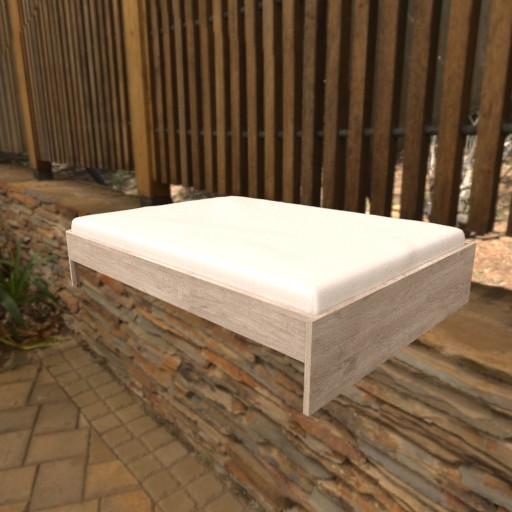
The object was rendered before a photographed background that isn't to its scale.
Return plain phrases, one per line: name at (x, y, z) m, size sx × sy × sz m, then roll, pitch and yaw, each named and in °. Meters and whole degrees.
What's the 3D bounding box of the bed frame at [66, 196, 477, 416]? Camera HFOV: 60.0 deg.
bed frame at (0.000, 0.000, 2.620) m, size 1.950 × 0.462 × 1.490 m, roll 15°, pitch 21°, yaw 42°
